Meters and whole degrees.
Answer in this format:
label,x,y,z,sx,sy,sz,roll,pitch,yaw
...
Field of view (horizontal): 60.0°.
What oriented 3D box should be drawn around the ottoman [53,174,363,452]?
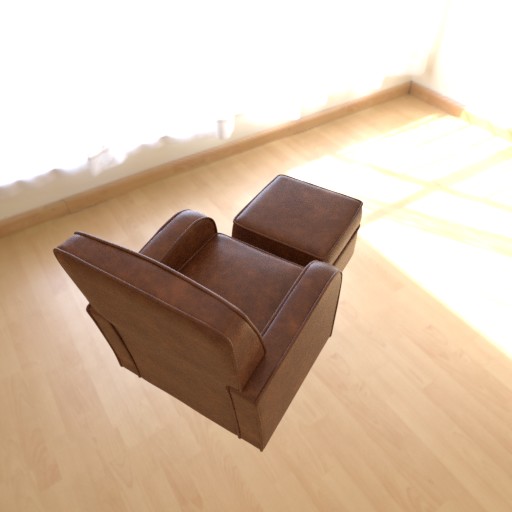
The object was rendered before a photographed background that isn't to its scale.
label,x,y,z,sx,sy,sz,roll,pitch,yaw
ottoman,0.000,0.000,1.873,0.732,0.904,1.314,23,49,22
